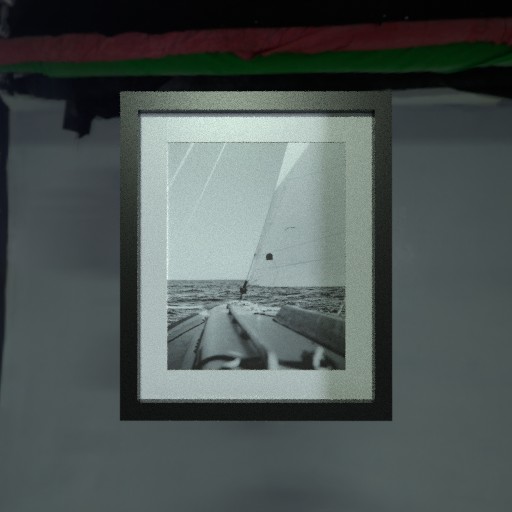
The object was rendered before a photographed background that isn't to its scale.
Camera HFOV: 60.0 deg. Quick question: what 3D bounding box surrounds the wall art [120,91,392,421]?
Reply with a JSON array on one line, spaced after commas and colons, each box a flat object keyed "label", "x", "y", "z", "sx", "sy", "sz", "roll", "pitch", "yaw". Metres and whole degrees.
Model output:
[{"label": "wall art", "x": 0.000, "y": 0.000, "z": 0.766, "sx": 0.461, "sy": 0.558, "sz": 0.031, "roll": 0, "pitch": 0, "yaw": 0}]
